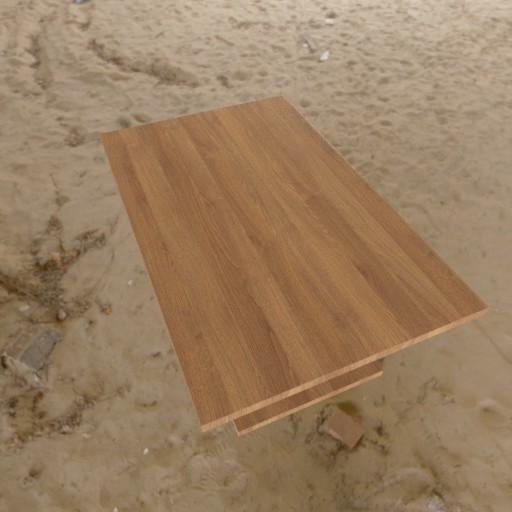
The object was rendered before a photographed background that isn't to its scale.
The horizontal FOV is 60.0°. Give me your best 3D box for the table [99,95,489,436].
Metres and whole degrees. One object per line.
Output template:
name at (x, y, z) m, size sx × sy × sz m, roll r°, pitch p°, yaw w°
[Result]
table at (0.000, 0.000, 1.434) m, size 0.700 × 0.442 × 1.100 m, roll -18°, pitch 50°, yaw -16°
